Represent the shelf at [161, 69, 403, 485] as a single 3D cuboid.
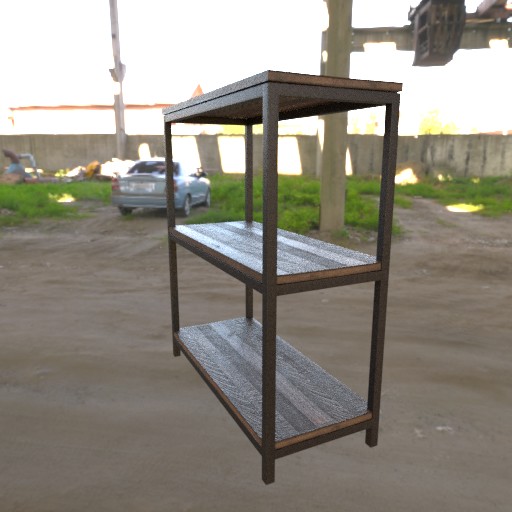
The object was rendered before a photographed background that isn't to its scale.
[{"bbox_3d":[0.000,0.000,1.407,0.352,0.947,0.822,-6,14,-25],"label":"shelf"}]
